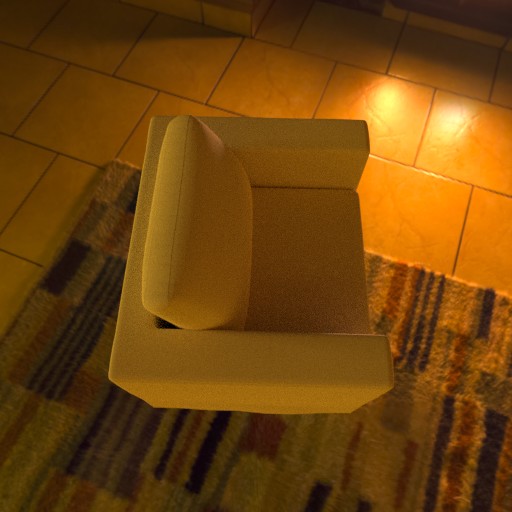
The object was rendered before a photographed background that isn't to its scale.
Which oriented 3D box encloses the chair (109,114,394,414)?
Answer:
[{"bbox_3d":[0.000,0.000,1.842,0.957,0.878,1.150,1,65,1],"label":"chair"}]
